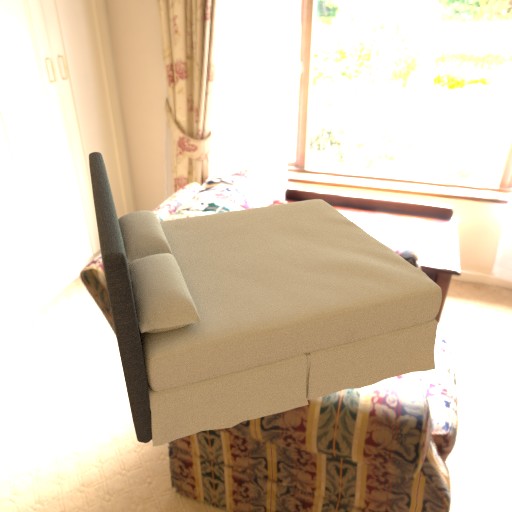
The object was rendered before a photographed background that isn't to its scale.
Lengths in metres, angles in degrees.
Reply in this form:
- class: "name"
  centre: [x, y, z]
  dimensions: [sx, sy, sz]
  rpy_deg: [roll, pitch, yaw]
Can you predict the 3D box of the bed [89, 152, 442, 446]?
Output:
- class: "bed"
  centre: [0.000, 0.000, 3.335]
  dimensions: [2.142, 1.330, 1.884]
  rpy_deg: [-10, 30, -18]
